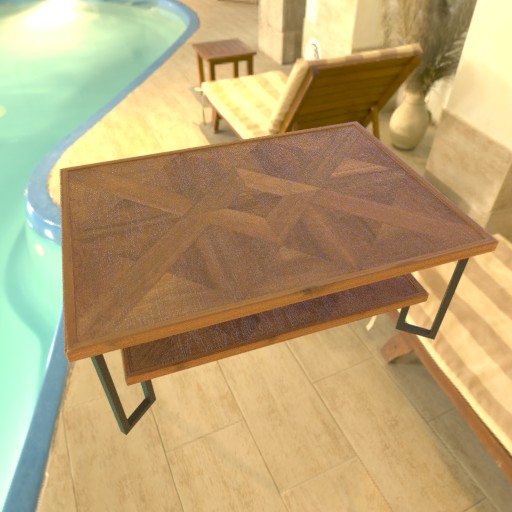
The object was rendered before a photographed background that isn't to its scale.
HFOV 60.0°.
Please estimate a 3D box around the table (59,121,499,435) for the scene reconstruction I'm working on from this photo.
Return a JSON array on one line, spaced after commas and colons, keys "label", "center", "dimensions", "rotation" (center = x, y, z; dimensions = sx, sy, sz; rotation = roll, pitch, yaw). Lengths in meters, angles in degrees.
[{"label": "table", "center": [0.000, 0.000, 1.644], "dimensions": [1.238, 0.492, 0.877], "rotation": [-13, 43, -14]}]
